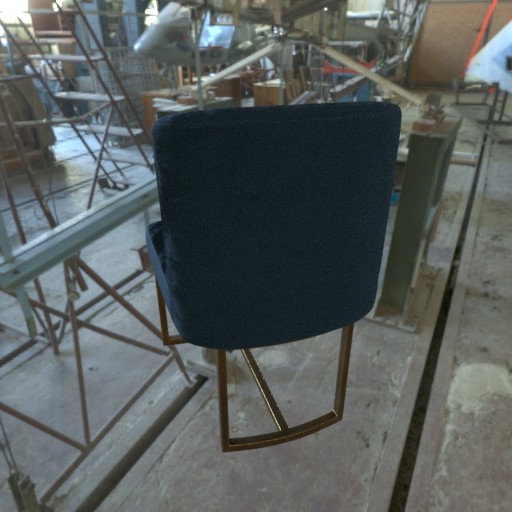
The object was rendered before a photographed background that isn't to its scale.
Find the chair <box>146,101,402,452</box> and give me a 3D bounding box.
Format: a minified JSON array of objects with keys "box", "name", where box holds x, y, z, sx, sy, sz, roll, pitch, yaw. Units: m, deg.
[{"box":[0.000,0.000,1.164,0.530,0.824,0.560,-9,28,-16],"name":"chair"}]
